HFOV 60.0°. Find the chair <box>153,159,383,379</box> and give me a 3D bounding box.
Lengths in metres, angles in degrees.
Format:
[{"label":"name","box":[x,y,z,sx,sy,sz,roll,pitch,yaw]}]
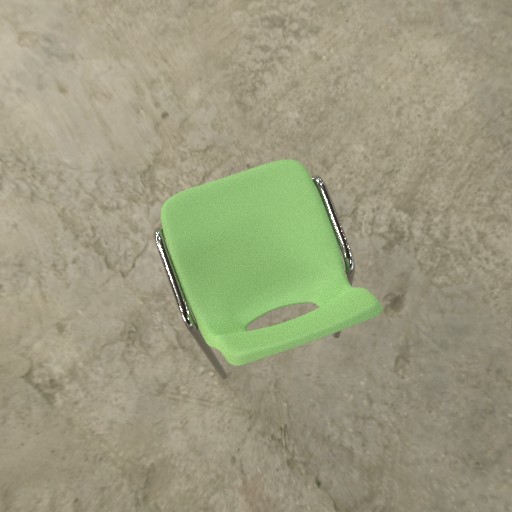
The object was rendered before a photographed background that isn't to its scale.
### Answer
[{"label":"chair","box":[0.000,0.000,0.952,0.381,0.704,0.436,-19,76,-5]}]
